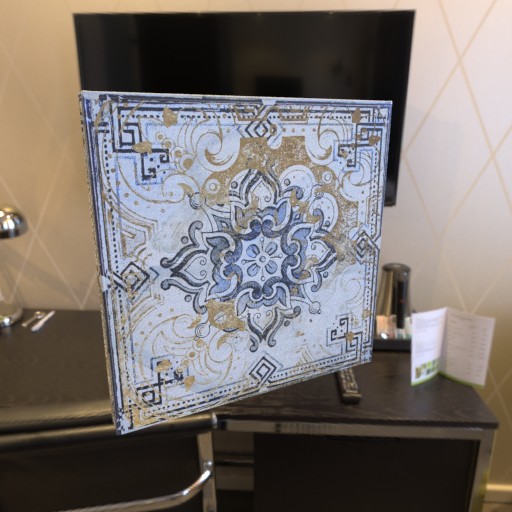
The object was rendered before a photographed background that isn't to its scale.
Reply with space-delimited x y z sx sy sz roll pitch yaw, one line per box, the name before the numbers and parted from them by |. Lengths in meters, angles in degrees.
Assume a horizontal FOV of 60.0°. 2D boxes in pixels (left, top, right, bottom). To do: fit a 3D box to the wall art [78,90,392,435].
wall art | 0.000 0.000 0.607 0.411 0.410 0.038 -8 18 -26
